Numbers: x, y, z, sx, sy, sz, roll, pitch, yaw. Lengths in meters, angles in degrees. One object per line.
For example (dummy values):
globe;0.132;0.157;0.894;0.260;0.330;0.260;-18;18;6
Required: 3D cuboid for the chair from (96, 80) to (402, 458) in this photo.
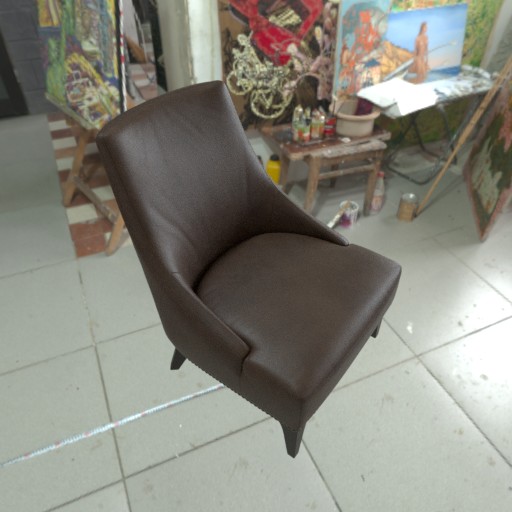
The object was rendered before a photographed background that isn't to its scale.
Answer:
chair;0.000;0.000;1.528;0.861;0.909;0.701;26;47;27
